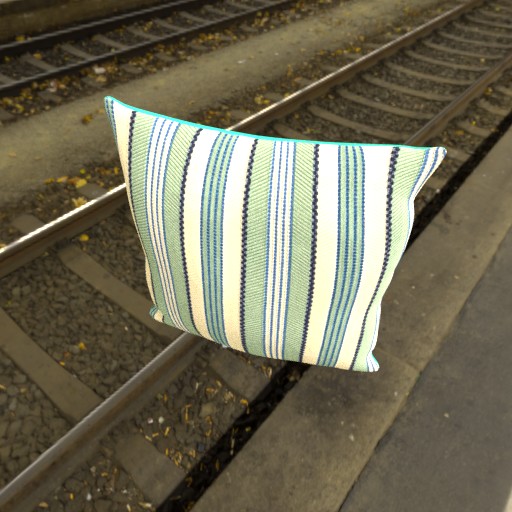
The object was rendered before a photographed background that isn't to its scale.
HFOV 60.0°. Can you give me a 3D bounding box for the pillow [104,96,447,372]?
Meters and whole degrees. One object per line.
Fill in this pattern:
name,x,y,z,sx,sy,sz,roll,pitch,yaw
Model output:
pillow,0.000,0.000,0.673,0.440,0.441,0.182,12,43,13
